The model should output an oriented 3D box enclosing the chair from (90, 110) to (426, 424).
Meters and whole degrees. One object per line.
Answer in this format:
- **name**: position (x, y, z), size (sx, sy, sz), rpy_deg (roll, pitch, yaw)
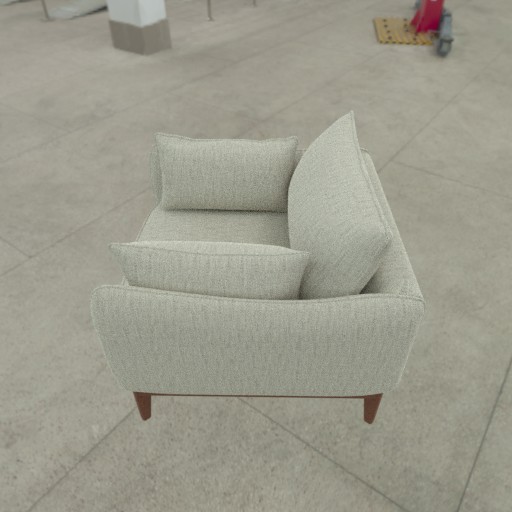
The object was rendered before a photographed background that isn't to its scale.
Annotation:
- **chair**: position (0.000, 0.000, 1.723), size (0.991, 0.855, 0.994), rpy_deg (1, 41, 1)
